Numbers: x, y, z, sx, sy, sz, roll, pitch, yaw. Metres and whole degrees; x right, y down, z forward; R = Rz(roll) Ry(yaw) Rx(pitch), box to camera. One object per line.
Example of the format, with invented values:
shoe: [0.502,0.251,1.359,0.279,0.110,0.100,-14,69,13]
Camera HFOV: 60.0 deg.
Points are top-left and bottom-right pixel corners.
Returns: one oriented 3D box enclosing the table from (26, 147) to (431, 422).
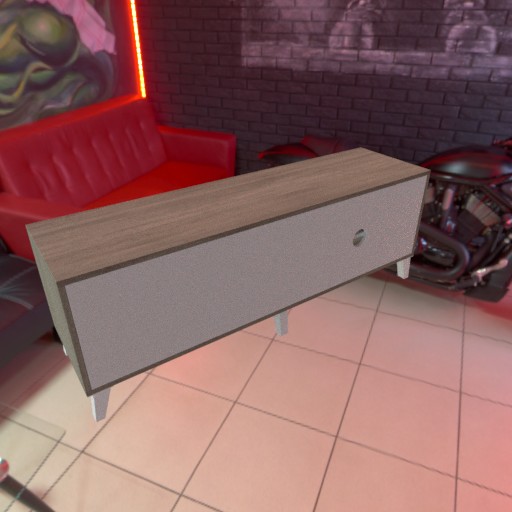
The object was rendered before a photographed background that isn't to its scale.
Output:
table: [0.000,0.000,1.763,1.500,0.530,0.400,-19,35,-29]
